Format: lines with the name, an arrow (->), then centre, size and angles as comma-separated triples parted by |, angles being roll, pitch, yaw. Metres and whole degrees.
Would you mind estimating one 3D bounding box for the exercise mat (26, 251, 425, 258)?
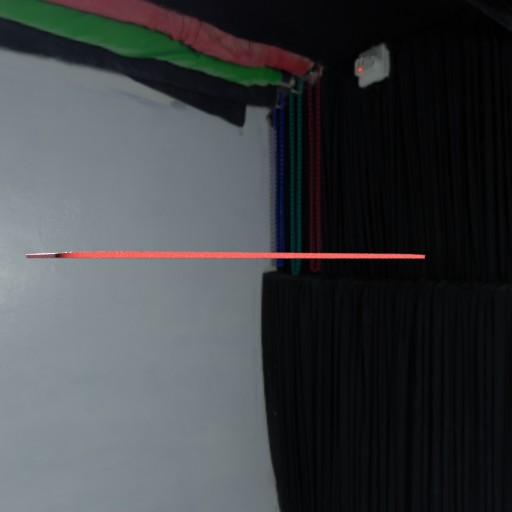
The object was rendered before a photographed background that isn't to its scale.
exercise mat -> 0.000, 0.000, 2.078 | 1.869, 0.021, 0.616 | 0, 0, -37
